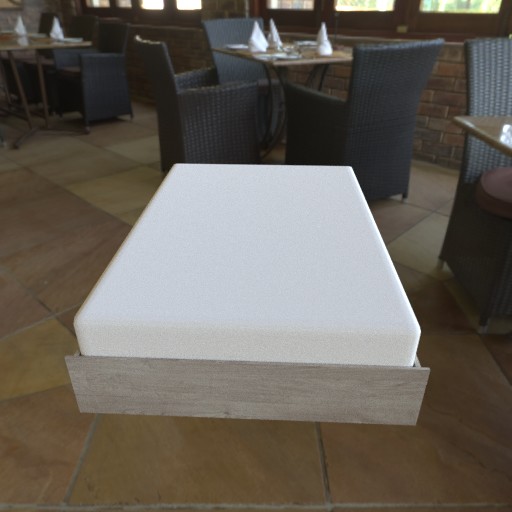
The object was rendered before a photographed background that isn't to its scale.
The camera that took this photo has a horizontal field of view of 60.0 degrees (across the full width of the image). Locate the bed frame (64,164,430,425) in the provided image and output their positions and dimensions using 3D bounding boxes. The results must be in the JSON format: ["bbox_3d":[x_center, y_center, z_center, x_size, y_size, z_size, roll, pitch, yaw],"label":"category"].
[{"bbox_3d":[0.000,0.000,2.623,1.445,0.497,1.945,1,30,2],"label":"bed frame"}]
